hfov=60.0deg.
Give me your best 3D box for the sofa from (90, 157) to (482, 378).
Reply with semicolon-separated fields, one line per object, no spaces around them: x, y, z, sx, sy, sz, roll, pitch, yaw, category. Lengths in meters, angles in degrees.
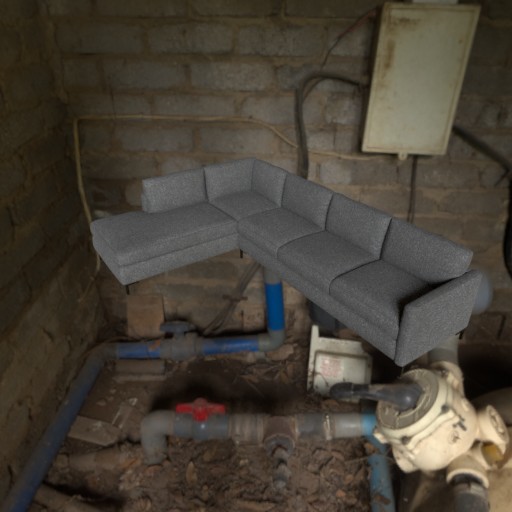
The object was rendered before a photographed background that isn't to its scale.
0.000;0.000;3.832;2.007;0.815;2.949;-19;35;-30;sofa
